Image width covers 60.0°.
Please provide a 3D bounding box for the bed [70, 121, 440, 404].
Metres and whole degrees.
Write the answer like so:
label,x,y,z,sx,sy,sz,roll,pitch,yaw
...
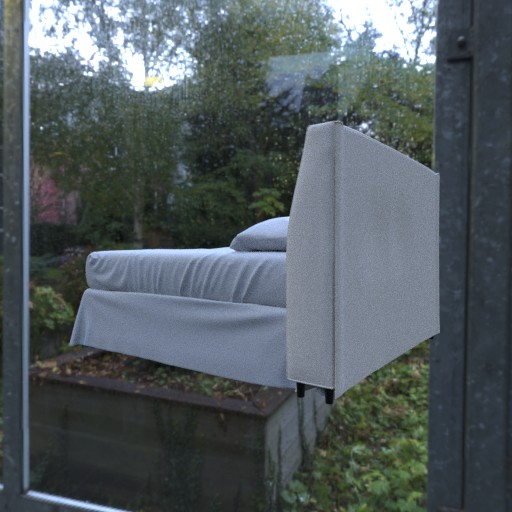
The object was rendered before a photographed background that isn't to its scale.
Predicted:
label,x,y,z,sx,sy,sz,roll,pitch,yaw
bed,0.000,0.000,3.431,2.276,1.332,1.925,1,2,36
